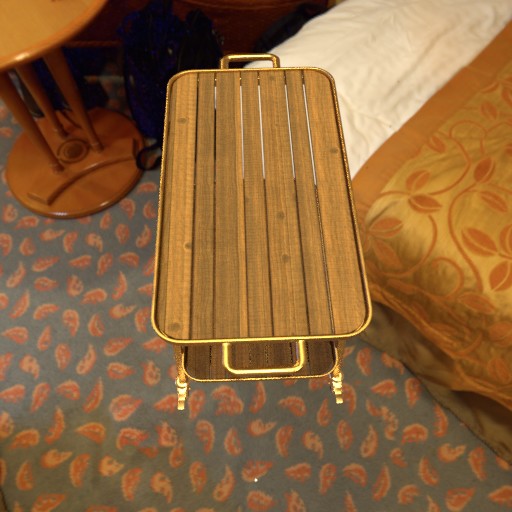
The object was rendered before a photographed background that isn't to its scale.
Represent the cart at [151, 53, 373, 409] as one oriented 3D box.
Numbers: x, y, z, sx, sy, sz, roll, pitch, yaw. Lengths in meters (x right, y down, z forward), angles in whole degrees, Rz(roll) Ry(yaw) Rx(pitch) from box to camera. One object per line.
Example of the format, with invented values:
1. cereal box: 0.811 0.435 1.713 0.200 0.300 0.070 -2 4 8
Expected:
1. cart: 0.000 0.000 1.255 0.524 0.700 0.806 -2 63 -1
